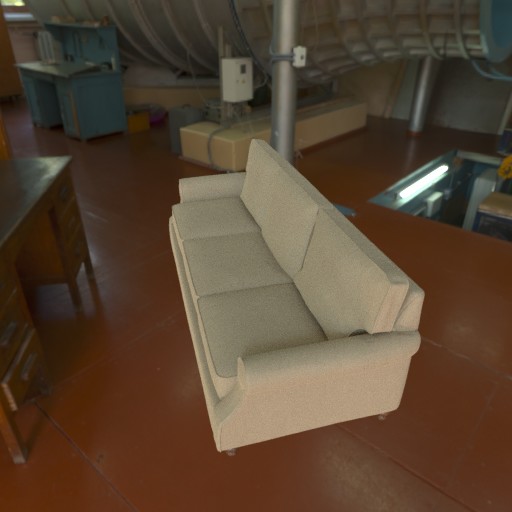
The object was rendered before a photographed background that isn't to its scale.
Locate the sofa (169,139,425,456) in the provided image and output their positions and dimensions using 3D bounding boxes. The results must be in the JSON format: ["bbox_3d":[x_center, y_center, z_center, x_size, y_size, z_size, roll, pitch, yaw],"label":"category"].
[{"bbox_3d":[0.000,0.000,2.863,0.966,0.948,2.354,-8,31,-13],"label":"sofa"}]
